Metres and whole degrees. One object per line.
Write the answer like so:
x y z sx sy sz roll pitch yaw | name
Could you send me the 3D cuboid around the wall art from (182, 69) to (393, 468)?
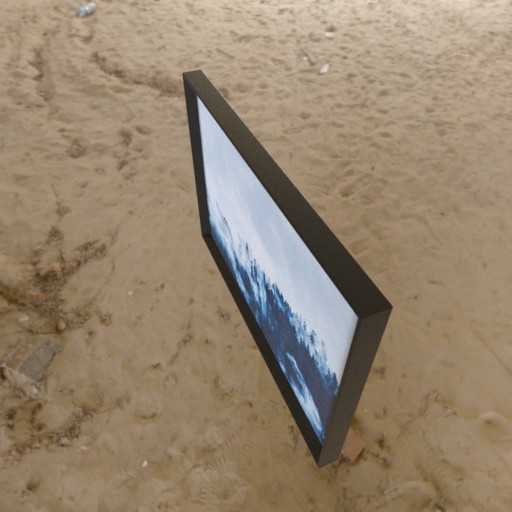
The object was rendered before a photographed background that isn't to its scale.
0.000 0.000 1.203 0.058 0.640 0.939 -17 48 -16 | wall art
